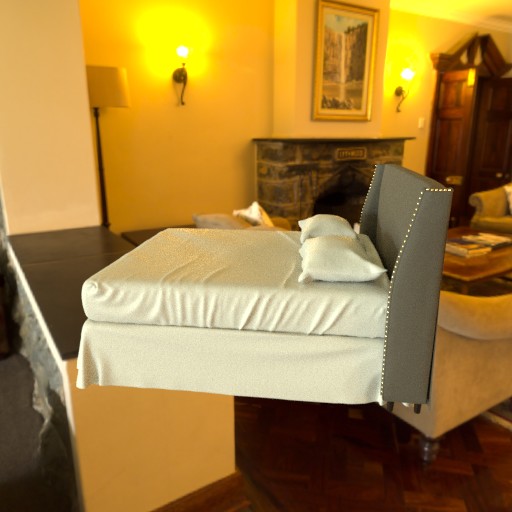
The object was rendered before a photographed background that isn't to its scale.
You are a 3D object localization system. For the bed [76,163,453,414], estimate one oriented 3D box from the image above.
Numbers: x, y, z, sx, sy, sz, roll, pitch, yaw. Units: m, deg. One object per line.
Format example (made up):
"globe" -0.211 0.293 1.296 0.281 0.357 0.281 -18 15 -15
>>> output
"bed" 0.000 0.000 3.424 2.276 1.332 1.925 2 16 8
